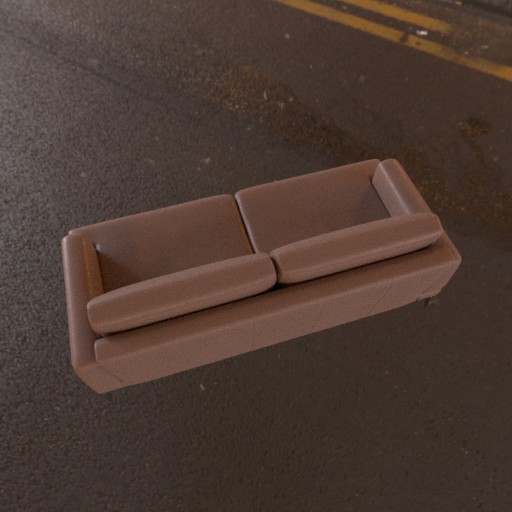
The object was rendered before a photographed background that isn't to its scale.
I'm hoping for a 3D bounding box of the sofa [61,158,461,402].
[{"bbox_3d":[0.000,0.000,2.391,1.940,0.765,0.974,-15,59,-9],"label":"sofa"}]
